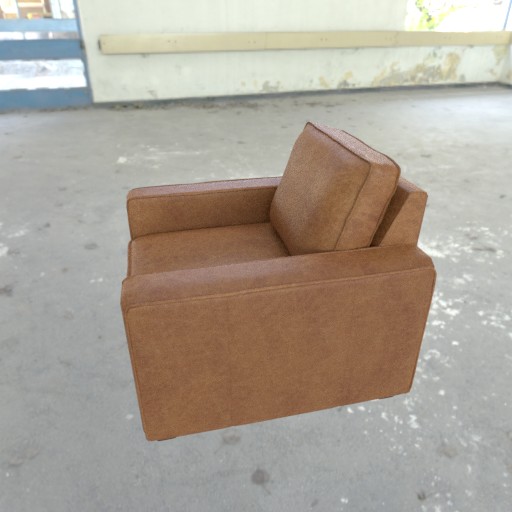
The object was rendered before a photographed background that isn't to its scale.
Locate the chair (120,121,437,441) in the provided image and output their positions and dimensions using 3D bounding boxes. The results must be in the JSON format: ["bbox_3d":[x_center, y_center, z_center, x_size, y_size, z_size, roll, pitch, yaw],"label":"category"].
[{"bbox_3d":[0.000,0.000,1.762,1.027,0.901,0.987,-8,30,-14],"label":"chair"}]
